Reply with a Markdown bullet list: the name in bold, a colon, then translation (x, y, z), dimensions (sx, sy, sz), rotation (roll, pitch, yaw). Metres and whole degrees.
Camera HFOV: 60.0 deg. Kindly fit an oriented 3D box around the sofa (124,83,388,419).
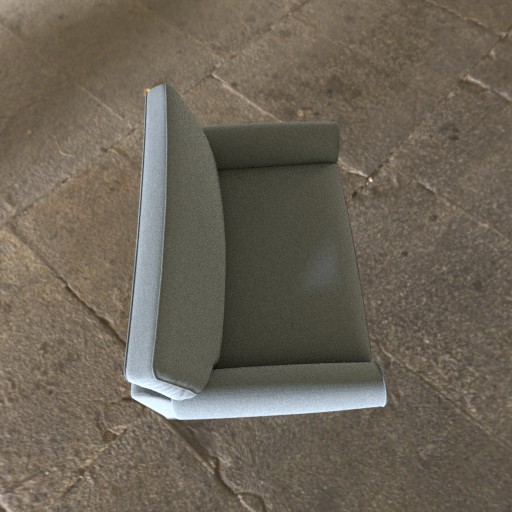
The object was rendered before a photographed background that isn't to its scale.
- **sofa**: translation (0.000, 0.000, 2.039), dimensions (0.940, 0.953, 1.410), rotation (-3, 63, -1)
